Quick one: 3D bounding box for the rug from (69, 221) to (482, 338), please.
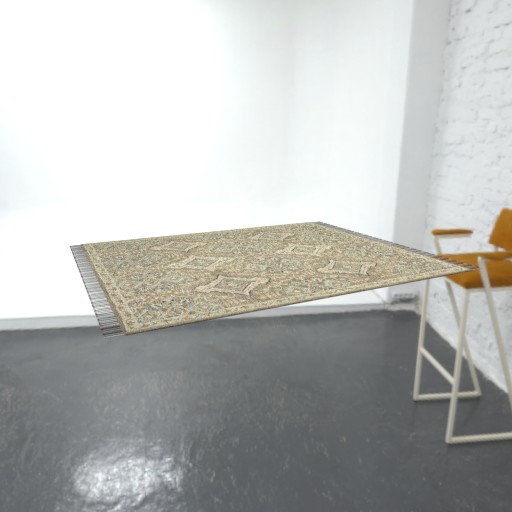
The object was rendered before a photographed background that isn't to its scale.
[{"bbox_3d":[0.000,0.000,4.133,3.056,0.010,2.437,-7,17,-25],"label":"rug"}]
